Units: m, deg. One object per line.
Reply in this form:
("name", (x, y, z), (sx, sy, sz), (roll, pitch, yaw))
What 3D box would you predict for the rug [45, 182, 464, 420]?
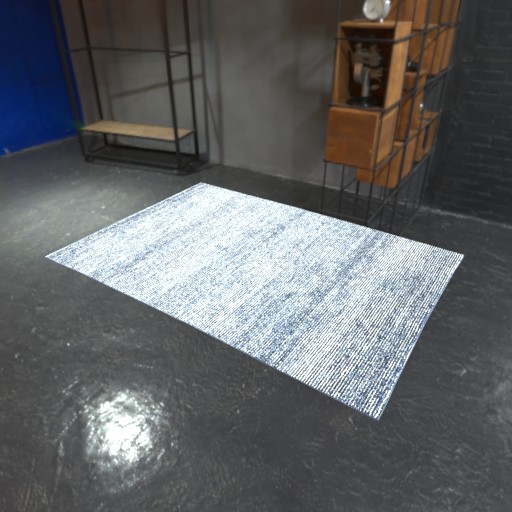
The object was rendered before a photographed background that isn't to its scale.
("rug", (0.000, 0.000, 2.998), (2.349, 0.030, 1.624), (19, 36, 29))
